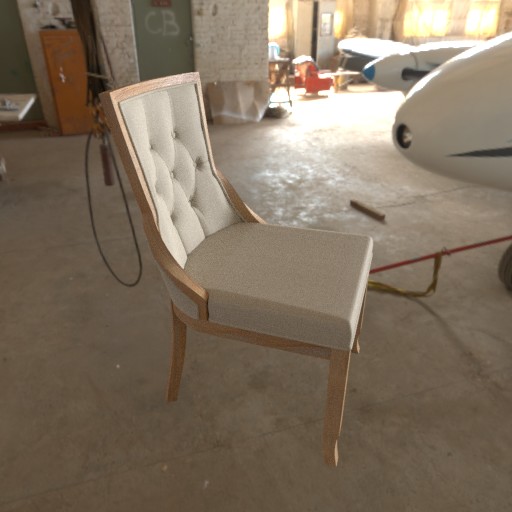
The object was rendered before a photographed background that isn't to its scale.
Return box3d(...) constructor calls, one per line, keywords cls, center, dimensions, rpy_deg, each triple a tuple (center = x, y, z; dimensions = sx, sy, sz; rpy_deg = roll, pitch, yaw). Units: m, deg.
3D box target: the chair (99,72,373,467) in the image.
box3d(cls="chair", center=(0.000, 0.000, 1.303), dimensions=(0.641, 0.947, 0.524), rpy_deg=(9, 30, 16))
